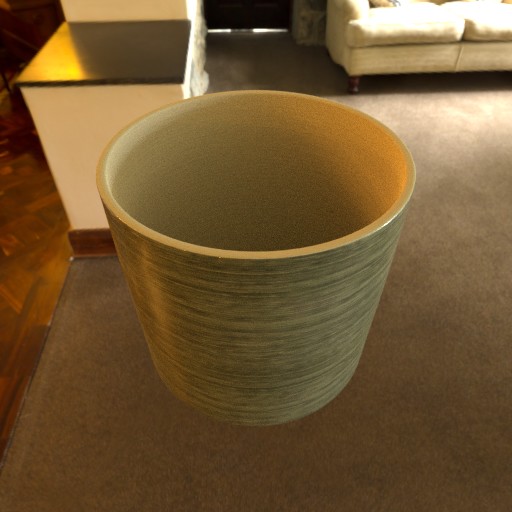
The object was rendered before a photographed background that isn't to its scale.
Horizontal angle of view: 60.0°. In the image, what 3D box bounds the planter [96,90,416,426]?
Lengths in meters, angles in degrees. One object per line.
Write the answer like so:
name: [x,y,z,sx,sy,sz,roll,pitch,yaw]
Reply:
planter: [0.000,0.000,0.385,0.221,0.201,0.221,0,43,0]
